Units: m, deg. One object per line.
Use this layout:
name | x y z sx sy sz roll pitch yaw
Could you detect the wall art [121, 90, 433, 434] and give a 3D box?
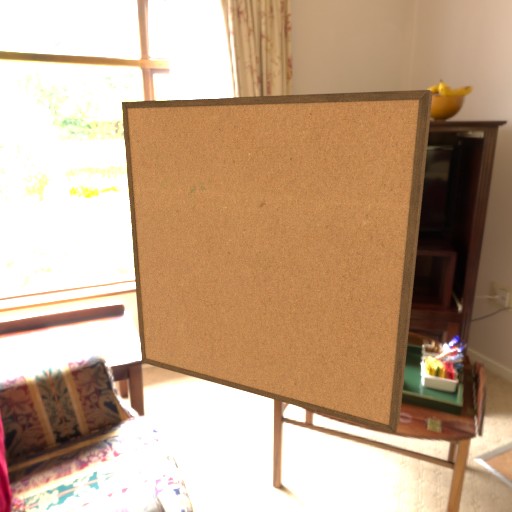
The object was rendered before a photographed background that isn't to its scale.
wall art | 0.000 0.000 0.753 0.508 0.508 0.038 8 17 25
